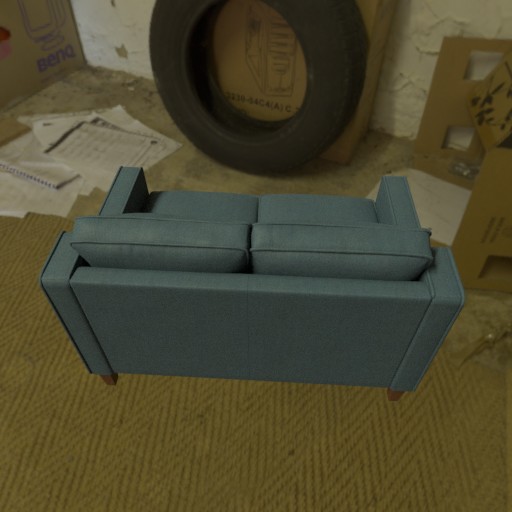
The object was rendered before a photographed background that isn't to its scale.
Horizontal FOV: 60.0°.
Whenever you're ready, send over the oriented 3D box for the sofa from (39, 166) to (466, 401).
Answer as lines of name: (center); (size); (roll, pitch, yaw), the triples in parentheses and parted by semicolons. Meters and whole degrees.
sofa: (0.000, 0.000, 2.120); (1.501, 0.971, 0.987); (2, 46, 2)
